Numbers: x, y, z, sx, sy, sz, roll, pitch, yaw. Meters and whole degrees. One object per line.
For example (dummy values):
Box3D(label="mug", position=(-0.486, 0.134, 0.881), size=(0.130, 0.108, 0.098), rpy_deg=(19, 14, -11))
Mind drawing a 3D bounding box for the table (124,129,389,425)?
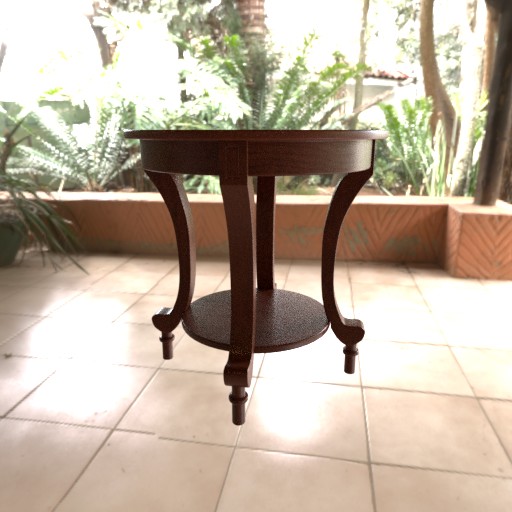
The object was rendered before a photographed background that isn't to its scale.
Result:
Box3D(label="table", position=(0.000, 0.000, 1.120), size=(0.597, 0.612, 0.597), rpy_deg=(0, 16, 0))
